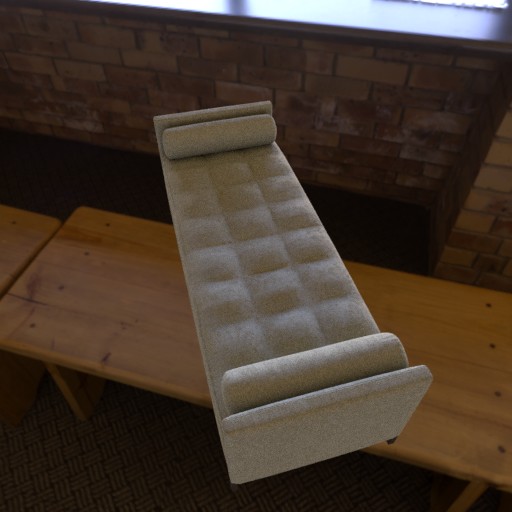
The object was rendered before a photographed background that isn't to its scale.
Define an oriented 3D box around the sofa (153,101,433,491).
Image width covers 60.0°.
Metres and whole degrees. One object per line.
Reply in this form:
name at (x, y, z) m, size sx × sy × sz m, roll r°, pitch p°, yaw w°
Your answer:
sofa at (0.000, 0.000, 2.428) m, size 0.797 × 0.657 × 2.102 m, roll -11°, pitch 49°, yaw -10°
